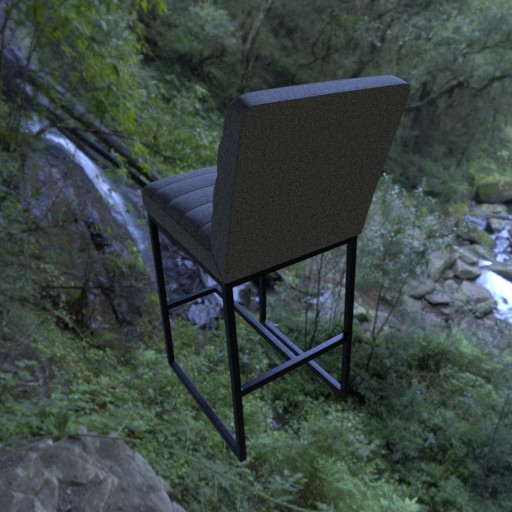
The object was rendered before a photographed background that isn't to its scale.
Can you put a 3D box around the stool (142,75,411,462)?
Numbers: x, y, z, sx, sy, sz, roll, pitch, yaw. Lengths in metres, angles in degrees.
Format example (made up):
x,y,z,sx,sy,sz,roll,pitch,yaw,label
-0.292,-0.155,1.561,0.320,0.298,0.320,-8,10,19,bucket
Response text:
x,y,z,sx,sy,sz,roll,pitch,yaw,label
0.000,0.000,1.315,0.459,1.034,0.571,-19,35,-30,stool
